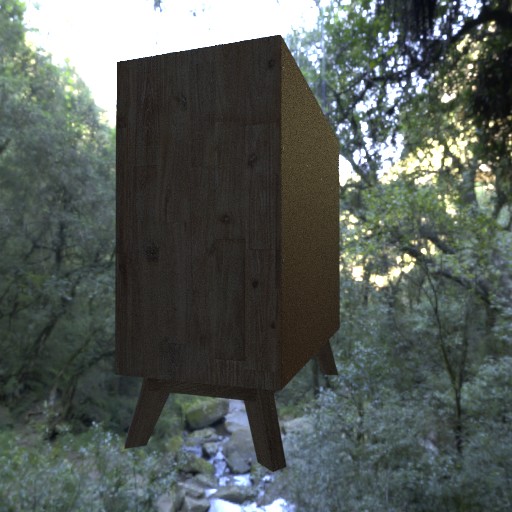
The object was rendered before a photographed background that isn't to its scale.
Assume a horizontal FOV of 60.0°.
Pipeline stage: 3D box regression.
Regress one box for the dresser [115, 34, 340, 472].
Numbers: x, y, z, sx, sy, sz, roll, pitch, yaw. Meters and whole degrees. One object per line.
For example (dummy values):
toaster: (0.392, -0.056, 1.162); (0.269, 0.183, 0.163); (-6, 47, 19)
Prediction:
dresser: (0.000, 0.000, 1.575); (0.455, 1.029, 0.998); (0, -1, 18)
